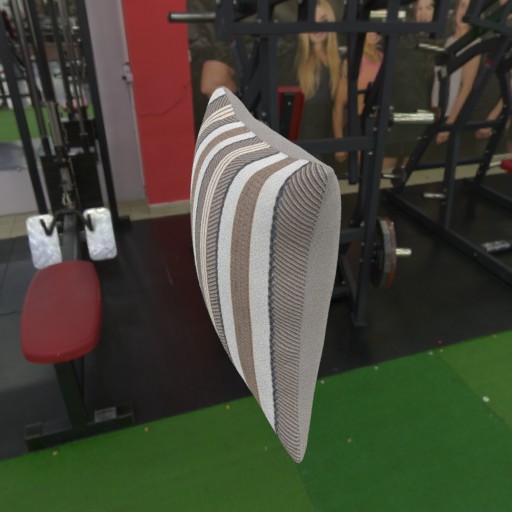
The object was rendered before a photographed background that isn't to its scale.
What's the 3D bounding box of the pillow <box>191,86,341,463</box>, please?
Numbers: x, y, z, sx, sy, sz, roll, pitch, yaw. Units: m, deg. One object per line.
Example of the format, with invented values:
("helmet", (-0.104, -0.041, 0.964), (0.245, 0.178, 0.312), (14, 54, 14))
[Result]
("pillow", (0.000, 0.000, 0.640), (0.173, 0.401, 0.416), (-8, 31, -14))
